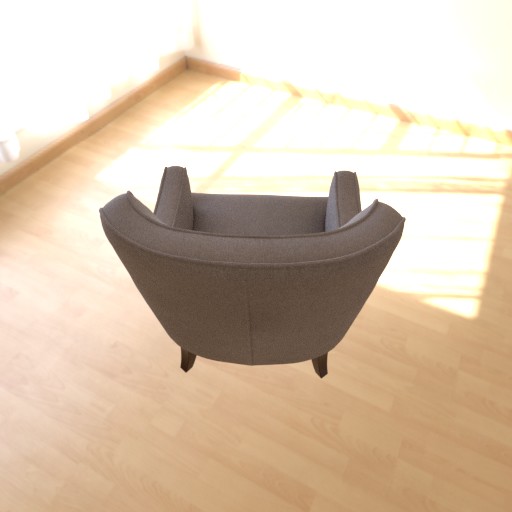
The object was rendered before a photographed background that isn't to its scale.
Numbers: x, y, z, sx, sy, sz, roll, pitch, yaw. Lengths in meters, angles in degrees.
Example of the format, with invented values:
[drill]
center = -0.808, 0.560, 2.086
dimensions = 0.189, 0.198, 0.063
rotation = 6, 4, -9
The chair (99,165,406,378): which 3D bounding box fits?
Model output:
[chair]
center = 0.000, 0.000, 1.604
dimensions = 0.781, 0.919, 0.910
rotation = 2, 46, 2
